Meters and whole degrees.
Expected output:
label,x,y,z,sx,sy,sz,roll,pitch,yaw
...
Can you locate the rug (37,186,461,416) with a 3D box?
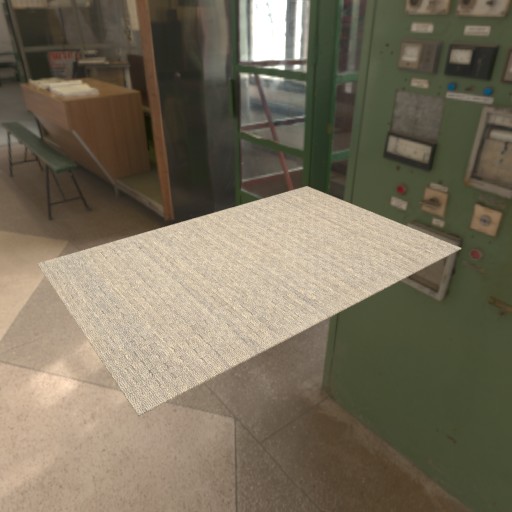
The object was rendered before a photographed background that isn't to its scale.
label,x,y,z,sx,sy,sz,roll,pitch,yaw
rug,0.000,0.000,2.181,1.752,0.006,1.142,-20,35,-32
